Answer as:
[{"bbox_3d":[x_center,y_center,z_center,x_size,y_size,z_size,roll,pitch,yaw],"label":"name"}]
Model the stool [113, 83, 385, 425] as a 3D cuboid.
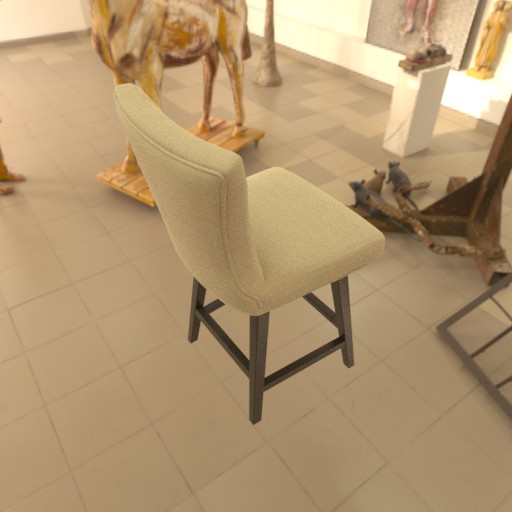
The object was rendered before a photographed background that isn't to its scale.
[{"bbox_3d":[0.000,0.000,1.353,0.574,1.000,0.514,-25,46,-27],"label":"stool"}]
